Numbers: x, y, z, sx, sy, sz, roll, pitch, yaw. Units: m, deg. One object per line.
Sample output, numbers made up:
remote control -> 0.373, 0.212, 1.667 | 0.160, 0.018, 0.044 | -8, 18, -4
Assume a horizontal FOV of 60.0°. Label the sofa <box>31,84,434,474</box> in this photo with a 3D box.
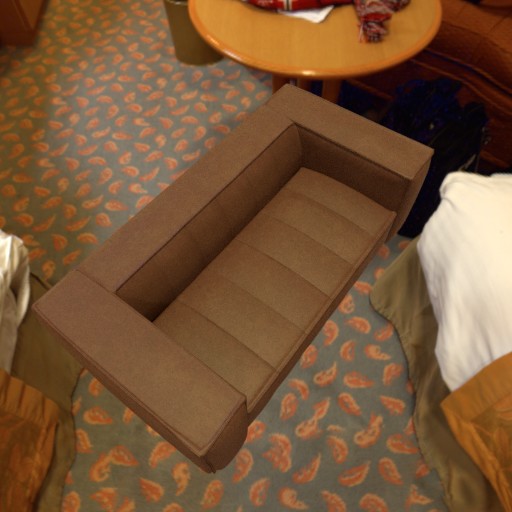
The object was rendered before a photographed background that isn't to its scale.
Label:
sofa -> 0.000, 0.000, 2.555 | 1.102, 0.703, 2.088 | 33, 63, 19
